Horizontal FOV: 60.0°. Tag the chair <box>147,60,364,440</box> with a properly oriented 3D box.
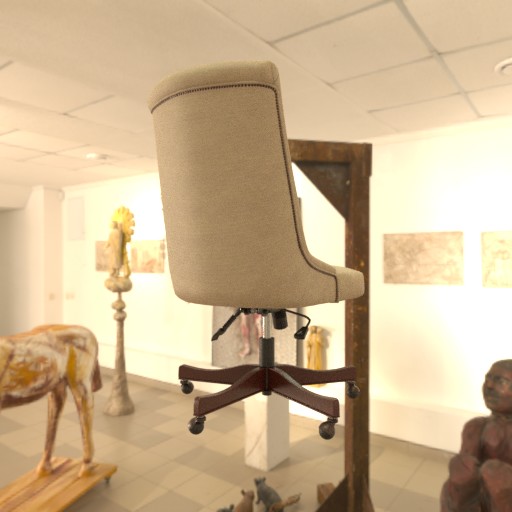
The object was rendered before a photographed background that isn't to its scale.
[{"bbox_3d":[0.000,0.000,1.454,0.645,1.010,0.696,0,1,35],"label":"chair"}]
